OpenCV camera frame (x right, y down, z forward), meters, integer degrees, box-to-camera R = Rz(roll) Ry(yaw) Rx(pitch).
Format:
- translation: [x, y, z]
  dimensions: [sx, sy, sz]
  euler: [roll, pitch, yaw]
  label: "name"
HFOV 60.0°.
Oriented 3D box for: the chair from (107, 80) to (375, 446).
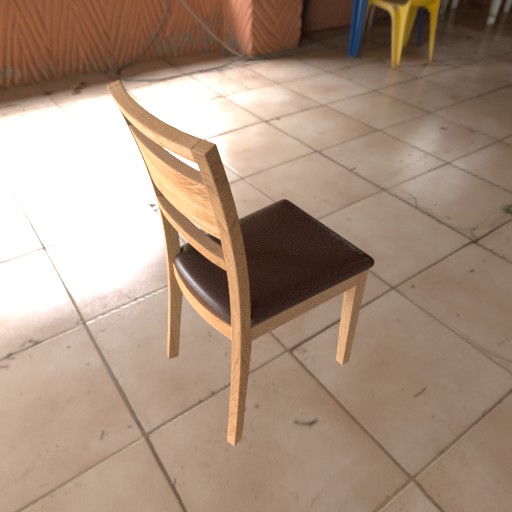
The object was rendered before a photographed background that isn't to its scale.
- translation: [0.000, 0.000, 1.231]
  dimensions: [0.545, 0.940, 0.420]
  euler: [-25, 46, -27]
  label: "chair"
